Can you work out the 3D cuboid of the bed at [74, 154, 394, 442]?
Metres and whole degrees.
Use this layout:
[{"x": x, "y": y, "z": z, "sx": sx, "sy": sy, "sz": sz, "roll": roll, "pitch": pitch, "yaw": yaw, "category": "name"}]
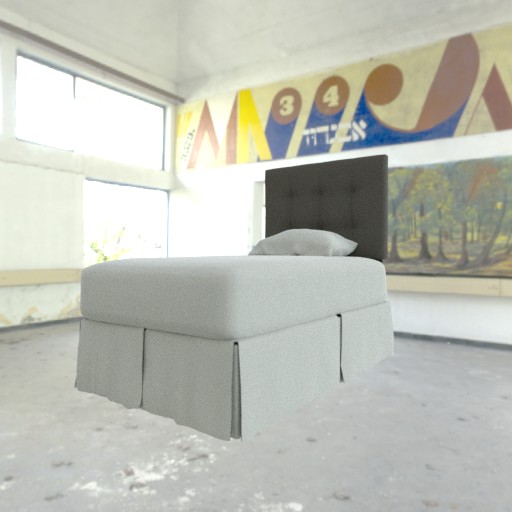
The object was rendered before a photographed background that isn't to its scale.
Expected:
[{"x": 0.000, "y": 0.000, "z": 3.007, "sx": 1.261, "sy": 1.571, "sz": 1.997, "roll": 0, "pitch": 1, "yaw": 36, "category": "bed"}]
